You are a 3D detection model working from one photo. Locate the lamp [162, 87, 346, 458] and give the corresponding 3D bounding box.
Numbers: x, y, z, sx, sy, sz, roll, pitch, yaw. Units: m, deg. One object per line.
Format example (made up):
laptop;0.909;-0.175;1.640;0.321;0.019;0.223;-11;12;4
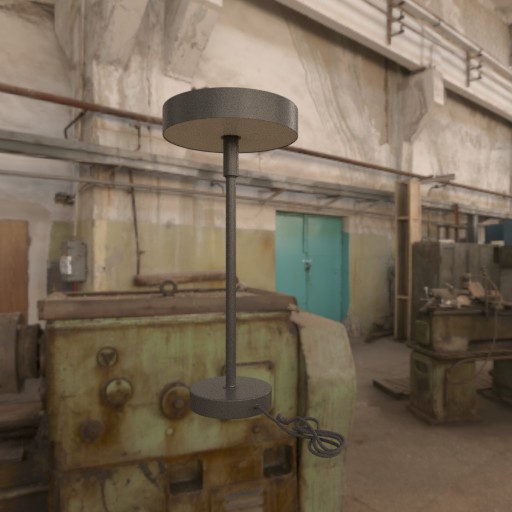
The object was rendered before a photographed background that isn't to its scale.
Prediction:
lamp;0.000;0.000;0.701;0.229;0.508;0.369;0;0;-38
